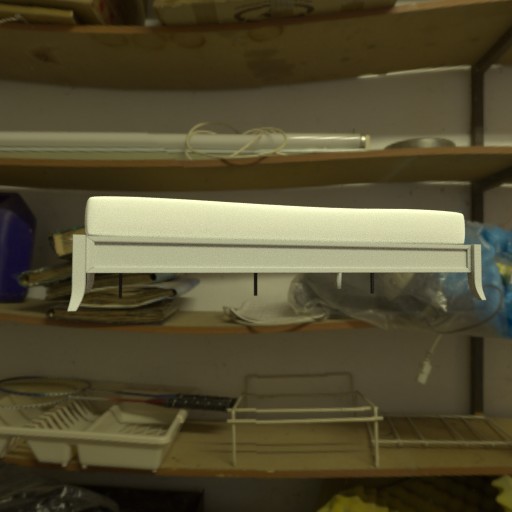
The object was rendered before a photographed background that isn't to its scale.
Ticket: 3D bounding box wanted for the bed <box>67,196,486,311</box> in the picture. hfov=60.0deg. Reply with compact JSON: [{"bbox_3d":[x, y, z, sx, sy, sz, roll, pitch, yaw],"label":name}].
[{"bbox_3d":[0.000,0.000,2.843,2.108,0.510,1.604,1,-2,-19],"label":"bed"}]
